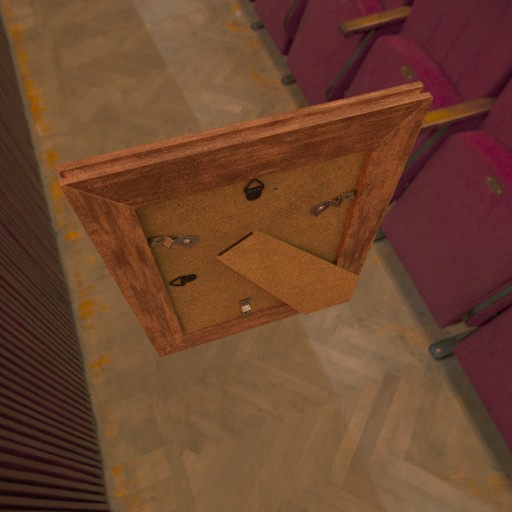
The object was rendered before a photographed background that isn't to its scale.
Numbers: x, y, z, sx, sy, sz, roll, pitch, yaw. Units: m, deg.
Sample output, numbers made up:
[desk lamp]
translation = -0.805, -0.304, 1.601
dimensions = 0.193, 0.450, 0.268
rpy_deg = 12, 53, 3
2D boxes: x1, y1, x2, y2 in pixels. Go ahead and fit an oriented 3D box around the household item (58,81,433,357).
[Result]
[household item]
translation = 0.000, 0.000, 0.314
dimensions = 0.186, 0.237, 0.018
rpy_deg = -16, 60, -9
